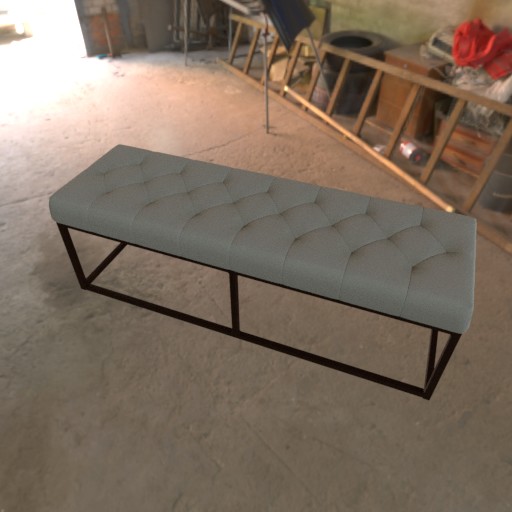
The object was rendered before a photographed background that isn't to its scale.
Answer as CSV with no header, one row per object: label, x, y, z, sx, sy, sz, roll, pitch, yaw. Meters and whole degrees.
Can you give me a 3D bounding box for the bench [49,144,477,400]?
bench,0.000,0.000,1.722,1.488,0.488,0.479,15,44,16
